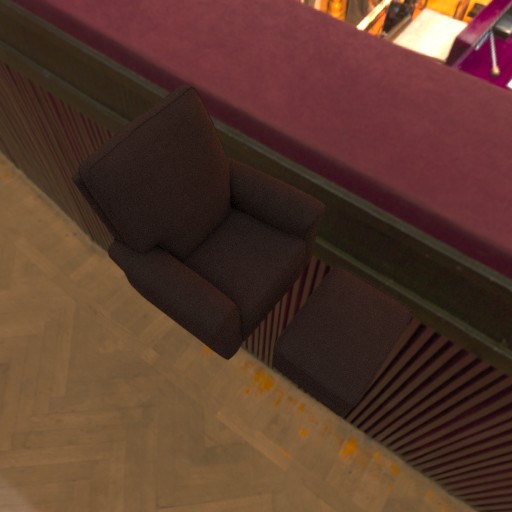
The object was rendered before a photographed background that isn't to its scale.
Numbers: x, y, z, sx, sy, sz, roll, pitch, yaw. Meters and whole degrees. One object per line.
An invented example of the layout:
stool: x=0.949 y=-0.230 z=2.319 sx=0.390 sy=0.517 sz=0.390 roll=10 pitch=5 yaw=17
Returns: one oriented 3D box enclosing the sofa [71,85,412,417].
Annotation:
sofa: x=0.000 y=0.000 z=2.090 sx=1.478 sy=0.959 sz=0.880 roll=33 pitch=65 yaw=18
